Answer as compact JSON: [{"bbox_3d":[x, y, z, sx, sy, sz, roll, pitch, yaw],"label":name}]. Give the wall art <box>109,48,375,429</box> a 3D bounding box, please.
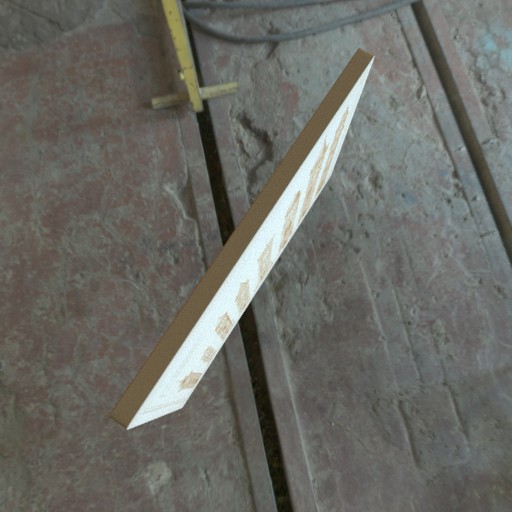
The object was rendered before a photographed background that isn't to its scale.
[{"bbox_3d":[0.000,0.000,0.486,0.019,0.254,0.380,31,77,8],"label":"wall art"}]
